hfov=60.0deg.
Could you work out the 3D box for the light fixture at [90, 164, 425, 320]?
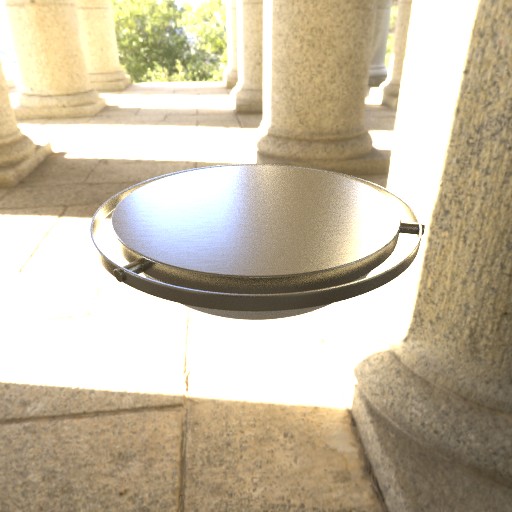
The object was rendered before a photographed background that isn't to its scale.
[{"bbox_3d":[0.000,0.000,0.534,0.361,0.130,0.361,0,28,0],"label":"light fixture"}]
